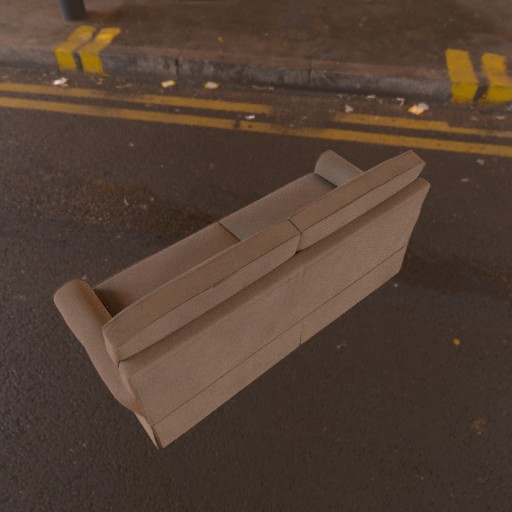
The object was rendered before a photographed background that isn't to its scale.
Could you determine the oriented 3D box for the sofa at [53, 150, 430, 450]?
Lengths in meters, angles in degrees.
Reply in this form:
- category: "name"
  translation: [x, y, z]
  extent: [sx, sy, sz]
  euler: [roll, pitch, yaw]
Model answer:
- category: "sofa"
  translation: [0.000, 0.000, 2.770]
  extent: [2.246, 1.014, 0.900]
  euler: [-31, 54, -26]
